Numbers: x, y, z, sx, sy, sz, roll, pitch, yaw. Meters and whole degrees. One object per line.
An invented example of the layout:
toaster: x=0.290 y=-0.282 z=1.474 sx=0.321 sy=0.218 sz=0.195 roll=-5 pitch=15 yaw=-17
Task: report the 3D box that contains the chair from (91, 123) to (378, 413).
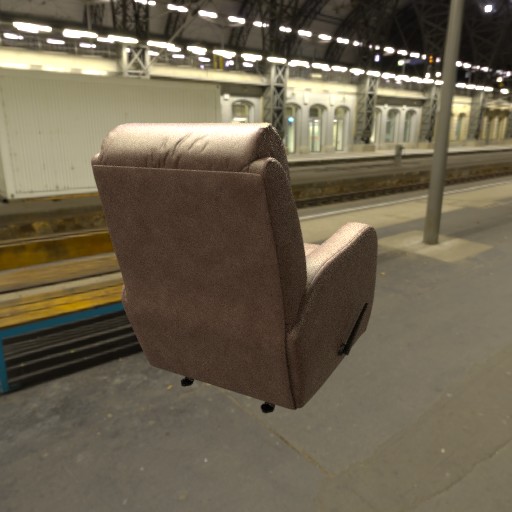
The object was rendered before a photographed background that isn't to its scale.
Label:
chair: x=0.000 y=0.000 z=1.867 sx=0.865 sy=1.067 sz=1.067 roll=8 pitch=18 yaw=27
